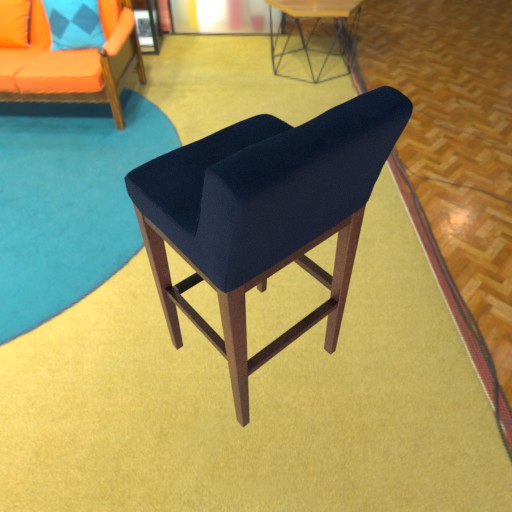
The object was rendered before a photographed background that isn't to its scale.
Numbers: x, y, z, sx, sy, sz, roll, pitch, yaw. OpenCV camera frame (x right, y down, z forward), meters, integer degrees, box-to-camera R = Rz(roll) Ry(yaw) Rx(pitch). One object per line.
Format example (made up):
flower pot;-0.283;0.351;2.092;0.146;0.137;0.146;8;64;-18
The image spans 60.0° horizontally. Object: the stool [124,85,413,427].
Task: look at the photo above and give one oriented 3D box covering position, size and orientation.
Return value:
stool;0.000;0.000;1.327;0.511;1.037;0.500;-32;54;-27
